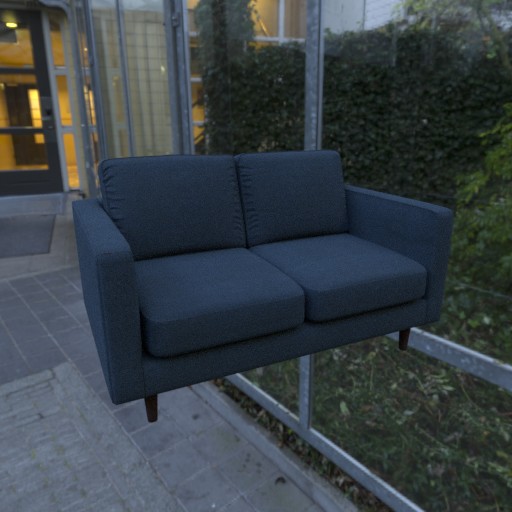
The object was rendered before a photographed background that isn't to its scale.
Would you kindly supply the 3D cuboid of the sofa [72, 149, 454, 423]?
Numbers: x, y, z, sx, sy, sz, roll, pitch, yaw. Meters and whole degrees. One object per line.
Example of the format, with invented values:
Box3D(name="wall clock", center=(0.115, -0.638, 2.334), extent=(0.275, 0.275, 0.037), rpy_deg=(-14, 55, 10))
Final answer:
Box3D(name="sofa", center=(0.000, 0.000, 2.113), extent=(1.518, 0.930, 0.999), rpy_deg=(-8, 19, -24))
